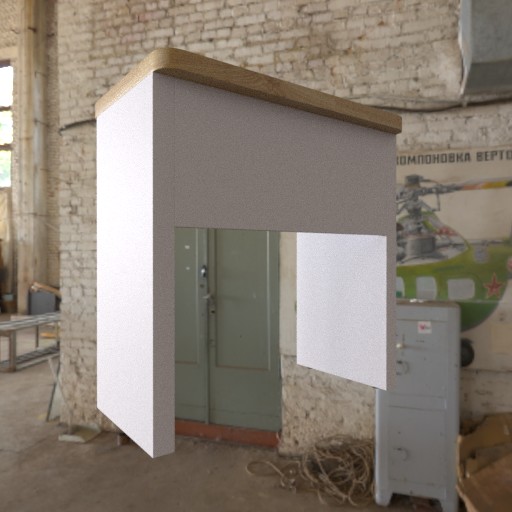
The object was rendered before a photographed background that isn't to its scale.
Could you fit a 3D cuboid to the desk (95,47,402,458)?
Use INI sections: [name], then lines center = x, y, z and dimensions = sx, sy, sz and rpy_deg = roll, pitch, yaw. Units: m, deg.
[desk]
center = 0.000, 0.000, 1.223
dimensions = 0.760, 0.790, 0.440
rpy_deg = 0, 0, -37
